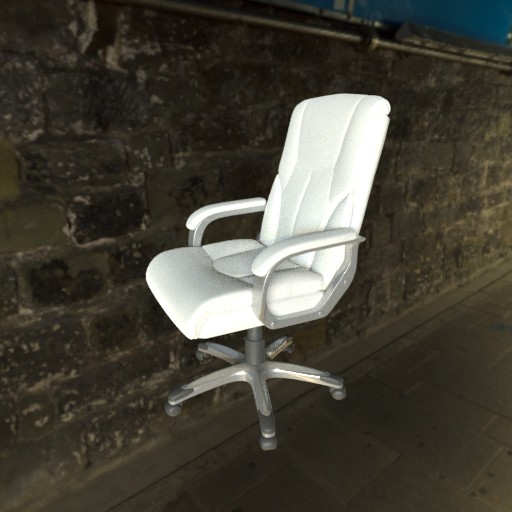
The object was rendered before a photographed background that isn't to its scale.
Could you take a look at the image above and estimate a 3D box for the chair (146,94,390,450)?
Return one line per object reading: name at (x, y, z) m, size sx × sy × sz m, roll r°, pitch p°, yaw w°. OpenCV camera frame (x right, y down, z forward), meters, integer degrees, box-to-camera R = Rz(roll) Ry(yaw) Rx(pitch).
chair at (0.000, 0.000, 1.611) m, size 0.738 × 1.120 × 0.687 m, roll -9°, pitch 20°, yaw -25°
